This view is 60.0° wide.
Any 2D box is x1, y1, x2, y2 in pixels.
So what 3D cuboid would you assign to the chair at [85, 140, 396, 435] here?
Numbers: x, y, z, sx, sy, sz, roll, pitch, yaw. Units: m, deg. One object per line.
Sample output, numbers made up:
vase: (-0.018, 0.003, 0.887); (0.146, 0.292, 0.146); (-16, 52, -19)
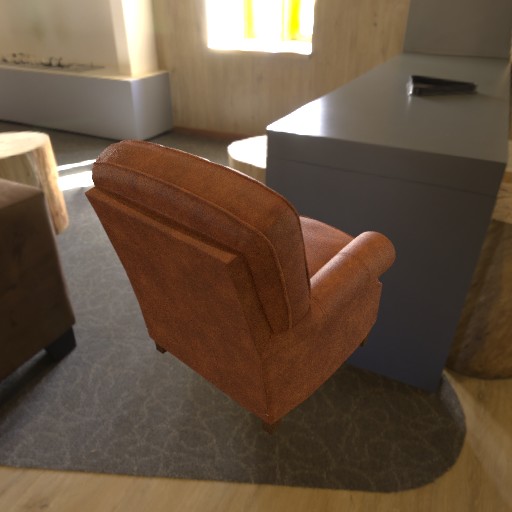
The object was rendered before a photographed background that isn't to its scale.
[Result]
chair: (0.000, 0.000, 1.793); (0.936, 1.018, 0.986); (25, 39, 34)
